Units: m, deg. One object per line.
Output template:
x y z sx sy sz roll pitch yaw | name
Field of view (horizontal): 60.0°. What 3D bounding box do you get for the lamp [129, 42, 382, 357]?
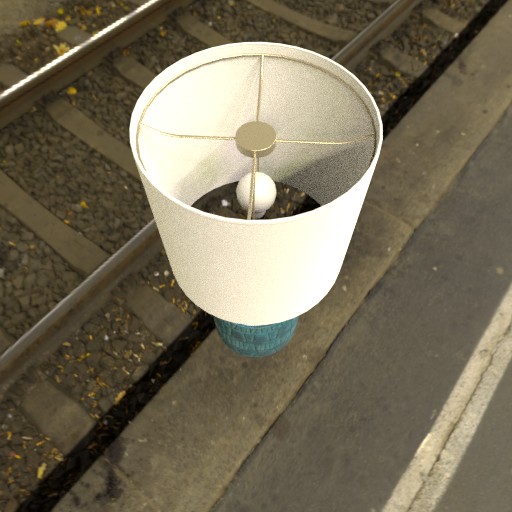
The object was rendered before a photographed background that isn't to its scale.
0.000 0.000 0.569 0.211 0.455 0.211 15 61 9 | lamp
